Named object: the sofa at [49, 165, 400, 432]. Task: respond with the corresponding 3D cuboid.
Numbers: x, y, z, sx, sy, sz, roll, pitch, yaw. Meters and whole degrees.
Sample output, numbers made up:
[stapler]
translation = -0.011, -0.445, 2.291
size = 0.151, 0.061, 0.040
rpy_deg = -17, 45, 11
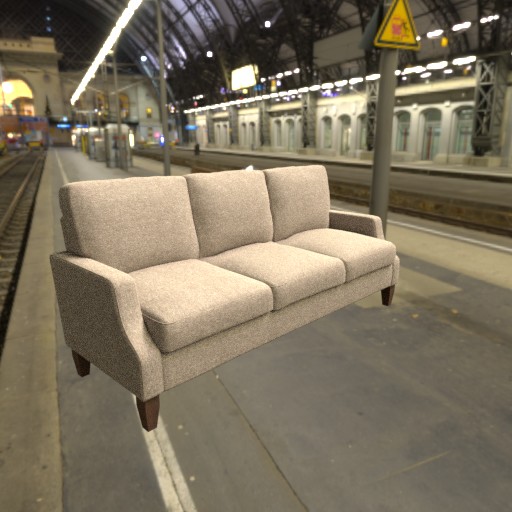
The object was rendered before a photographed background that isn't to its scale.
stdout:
[sofa]
translation = 0.000, 0.000, 2.677
size = 0.888, 0.984, 2.115
rpy_deg = 14, 21, 43
